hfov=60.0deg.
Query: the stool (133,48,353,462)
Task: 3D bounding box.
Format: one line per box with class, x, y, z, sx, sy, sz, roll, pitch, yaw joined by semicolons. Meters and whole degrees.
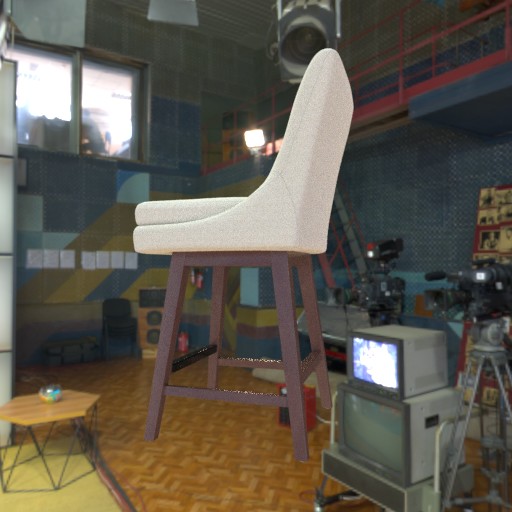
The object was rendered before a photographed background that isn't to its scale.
stool;0.000;0.000;1.323;0.559;0.991;0.483;0;-1;17
